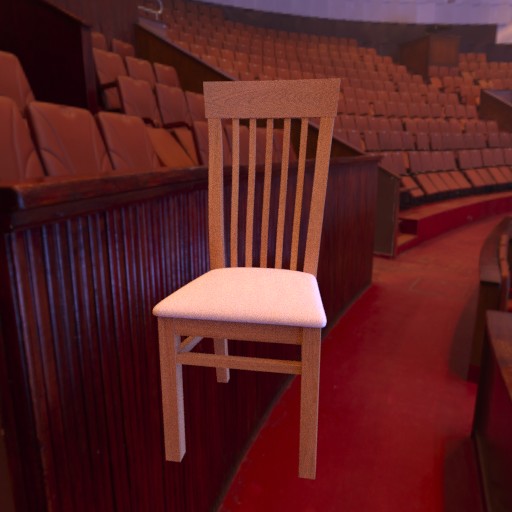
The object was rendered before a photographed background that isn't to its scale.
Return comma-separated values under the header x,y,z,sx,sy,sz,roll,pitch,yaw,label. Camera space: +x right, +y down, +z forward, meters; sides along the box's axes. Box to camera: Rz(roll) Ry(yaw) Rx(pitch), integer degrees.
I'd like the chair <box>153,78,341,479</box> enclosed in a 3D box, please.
x,y,z,sx,sy,sz,roll,pitch,yaw,label
0.000,0.000,1.321,0.450,1.050,0.580,3,14,10,chair
